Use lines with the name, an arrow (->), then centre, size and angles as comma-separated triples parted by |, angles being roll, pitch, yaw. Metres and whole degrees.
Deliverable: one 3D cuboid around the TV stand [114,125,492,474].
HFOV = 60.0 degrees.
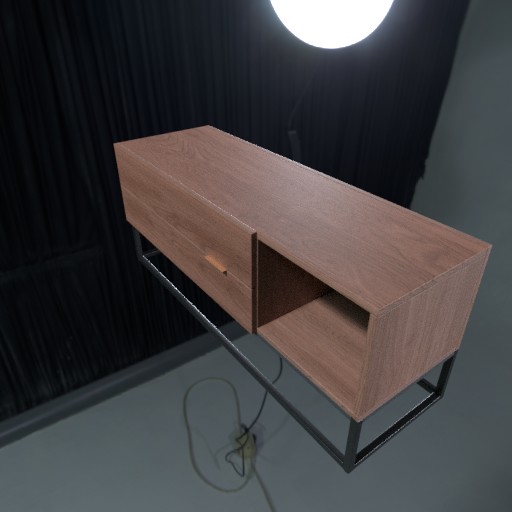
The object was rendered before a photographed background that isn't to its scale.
TV stand -> 0.000, 0.000, 1.417 | 0.415, 0.500, 1.200 | -21, 38, -31
